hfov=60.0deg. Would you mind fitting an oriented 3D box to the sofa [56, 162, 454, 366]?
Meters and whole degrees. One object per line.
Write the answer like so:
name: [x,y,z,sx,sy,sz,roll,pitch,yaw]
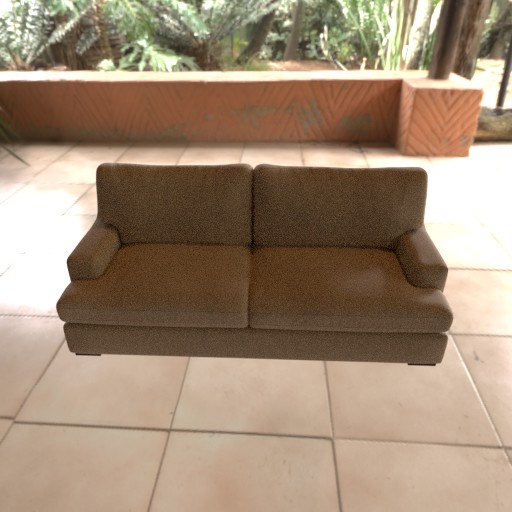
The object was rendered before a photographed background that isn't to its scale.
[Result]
sofa: [0.000,0.000,2.667,2.147,0.925,0.929,1,31,2]
